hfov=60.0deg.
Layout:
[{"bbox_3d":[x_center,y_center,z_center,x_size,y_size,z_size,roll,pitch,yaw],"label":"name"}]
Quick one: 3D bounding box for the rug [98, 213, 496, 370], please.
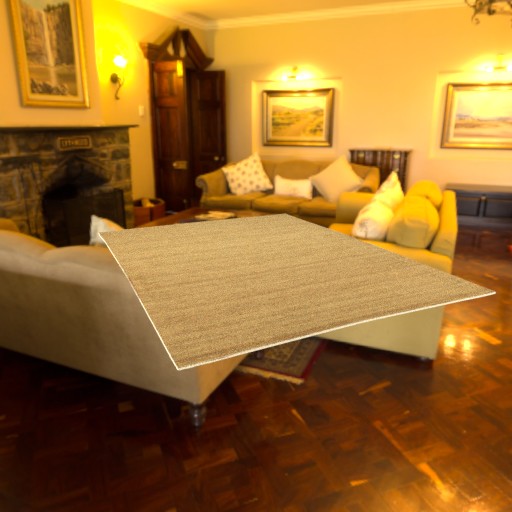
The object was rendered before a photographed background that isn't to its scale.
[{"bbox_3d":[0.000,0.000,4.144,2.434,0.045,3.202,-8,19,-24],"label":"rug"}]
